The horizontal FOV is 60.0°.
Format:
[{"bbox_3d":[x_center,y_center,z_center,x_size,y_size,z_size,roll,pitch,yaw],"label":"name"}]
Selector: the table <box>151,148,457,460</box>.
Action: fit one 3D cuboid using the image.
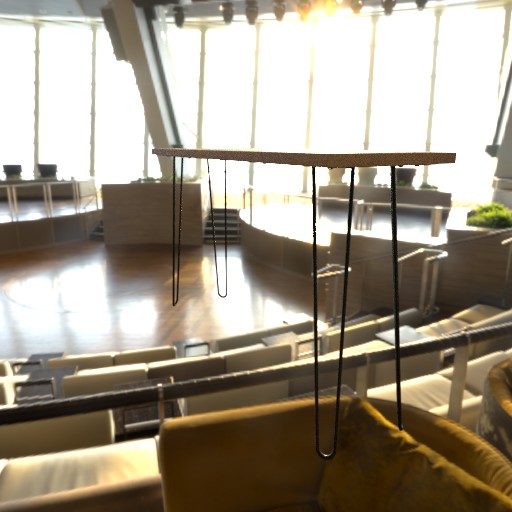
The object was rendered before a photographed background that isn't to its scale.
[{"bbox_3d":[0.000,0.000,1.713,0.399,0.799,1.400,-7,16,-27],"label":"table"}]
